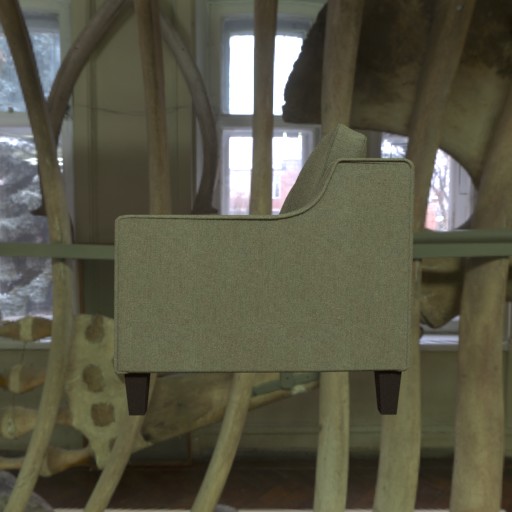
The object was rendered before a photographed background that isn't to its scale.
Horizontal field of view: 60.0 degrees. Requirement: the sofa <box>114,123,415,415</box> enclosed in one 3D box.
[{"bbox_3d":[0.000,0.000,2.150,0.985,0.981,1.503,0,3,-1],"label":"sofa"}]
